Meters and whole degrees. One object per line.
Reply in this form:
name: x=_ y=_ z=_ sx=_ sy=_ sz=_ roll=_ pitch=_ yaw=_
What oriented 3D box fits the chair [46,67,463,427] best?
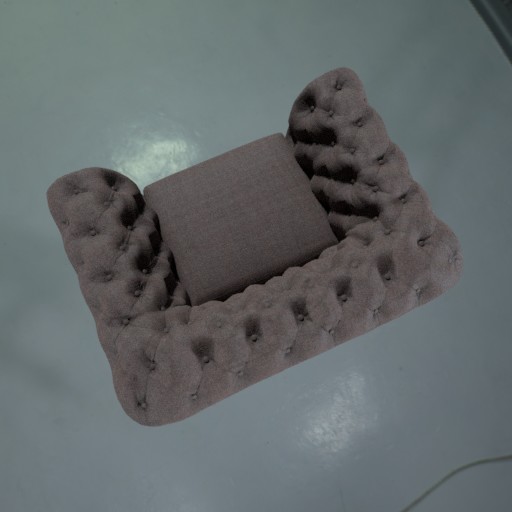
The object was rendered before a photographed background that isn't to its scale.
chair: x=0.000 y=0.000 z=1.853 sx=1.298 sy=0.780 sz=0.945 roll=-24 pitch=76 yaw=-6
